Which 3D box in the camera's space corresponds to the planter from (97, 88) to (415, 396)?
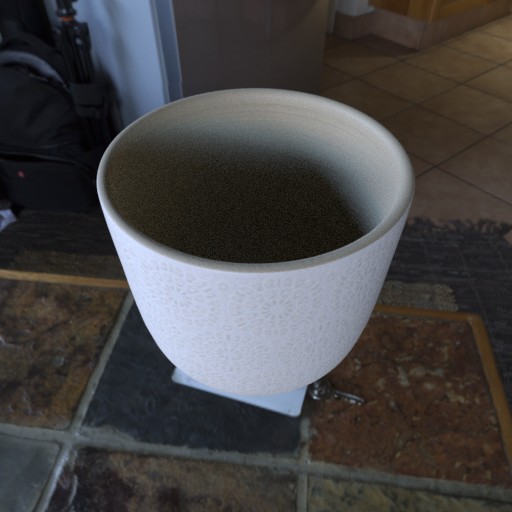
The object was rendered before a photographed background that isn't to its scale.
[{"bbox_3d":[0.000,0.000,0.365,0.208,0.190,0.208,0,46,0],"label":"planter"}]
